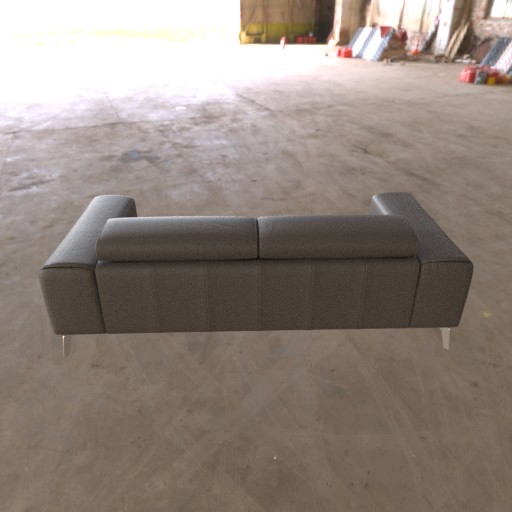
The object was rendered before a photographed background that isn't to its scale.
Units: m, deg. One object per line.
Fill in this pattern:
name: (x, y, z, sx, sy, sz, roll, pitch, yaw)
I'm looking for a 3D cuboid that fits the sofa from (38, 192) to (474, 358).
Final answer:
sofa: (0.000, 0.000, 2.850, 2.321, 0.759, 1.023, -1, 30, -1)
